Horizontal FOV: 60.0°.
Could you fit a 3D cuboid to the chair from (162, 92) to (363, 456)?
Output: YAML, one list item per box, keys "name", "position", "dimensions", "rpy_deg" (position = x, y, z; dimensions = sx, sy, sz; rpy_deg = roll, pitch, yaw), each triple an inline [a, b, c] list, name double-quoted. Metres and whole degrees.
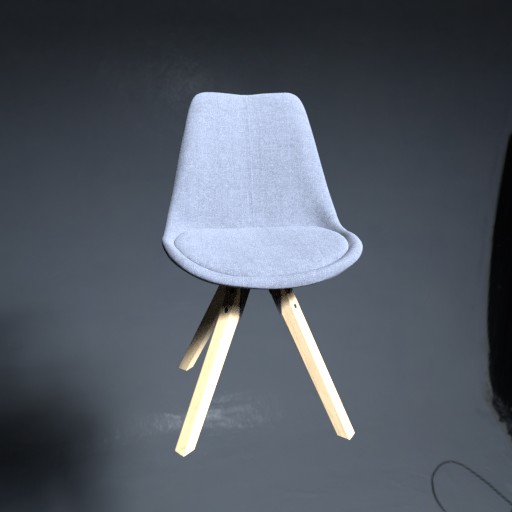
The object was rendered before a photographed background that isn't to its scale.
- name: "chair"
  position: [0.000, 0.000, 1.189]
  dimensions: [0.485, 0.850, 0.550]
  rpy_deg: [-2, 17, -8]
